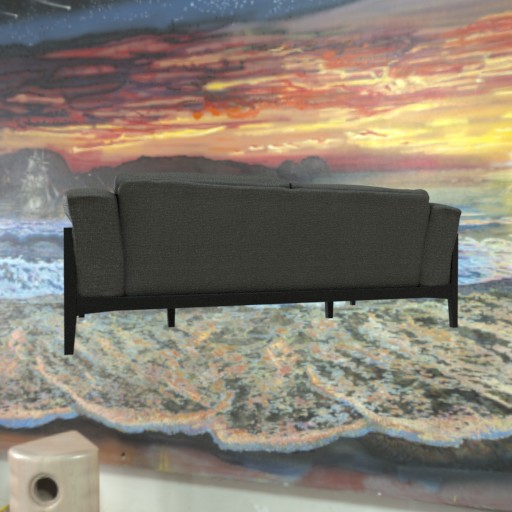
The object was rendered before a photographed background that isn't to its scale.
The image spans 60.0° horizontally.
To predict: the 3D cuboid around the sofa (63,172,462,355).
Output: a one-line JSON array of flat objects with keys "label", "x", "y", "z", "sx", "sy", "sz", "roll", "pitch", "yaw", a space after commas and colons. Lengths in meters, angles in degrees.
[{"label": "sofa", "x": 0.000, "y": 0.000, "z": 2.187, "sx": 1.690, "sy": 0.656, "sz": 0.960, "roll": 0, "pitch": 1, "yaw": -19}]
